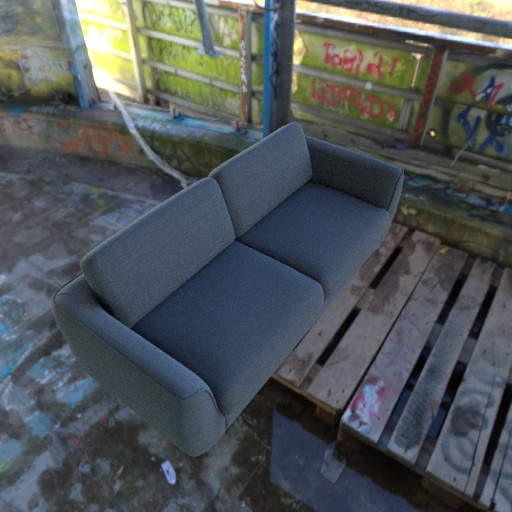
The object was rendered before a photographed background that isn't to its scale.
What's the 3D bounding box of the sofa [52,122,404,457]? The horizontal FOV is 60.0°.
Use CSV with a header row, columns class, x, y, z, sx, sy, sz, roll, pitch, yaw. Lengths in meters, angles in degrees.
class,x,y,z,sx,sy,sz,roll,pitch,yaw
sofa,0.000,0.000,2.447,0.920,0.850,2.000,26,48,26
